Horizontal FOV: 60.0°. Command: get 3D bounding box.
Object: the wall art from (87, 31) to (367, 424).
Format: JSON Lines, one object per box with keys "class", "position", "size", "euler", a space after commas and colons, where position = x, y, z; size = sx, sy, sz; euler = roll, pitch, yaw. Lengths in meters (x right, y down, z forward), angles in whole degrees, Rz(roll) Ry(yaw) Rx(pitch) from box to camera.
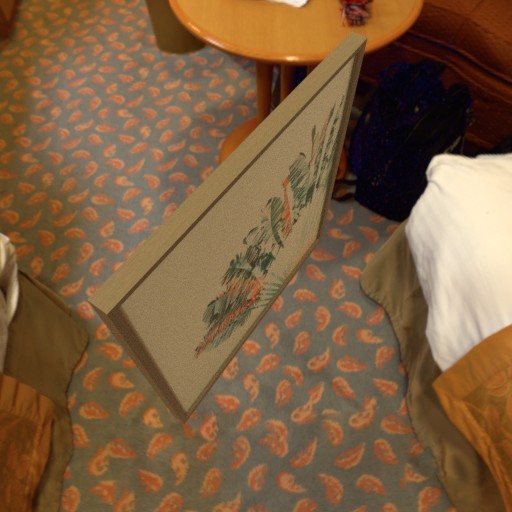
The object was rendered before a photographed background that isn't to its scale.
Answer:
{"class": "wall art", "position": [0.000, 0.000, 1.091], "size": [0.038, 0.758, 0.761], "euler": [31, 63, 17]}
